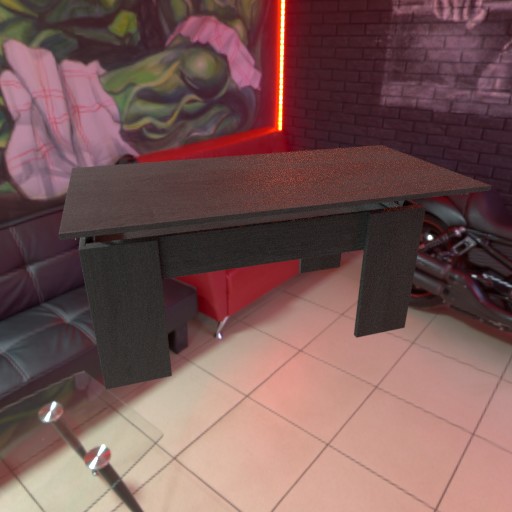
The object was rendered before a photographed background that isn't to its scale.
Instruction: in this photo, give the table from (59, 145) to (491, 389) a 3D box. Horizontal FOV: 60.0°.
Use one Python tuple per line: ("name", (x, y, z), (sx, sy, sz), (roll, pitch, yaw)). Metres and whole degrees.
("table", (0.000, 0.000, 1.391), (1.000, 0.570, 0.711), (-8, 27, -16))
